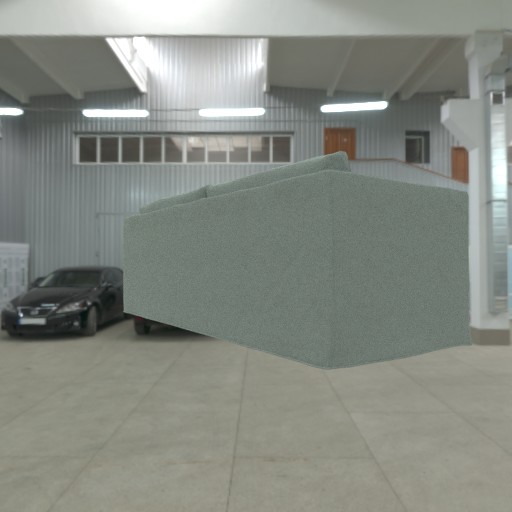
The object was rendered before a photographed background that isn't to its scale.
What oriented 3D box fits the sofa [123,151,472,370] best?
[{"bbox_3d":[0.000,0.000,2.779,0.962,0.853,2.312,0,-1,-35],"label":"sofa"}]
